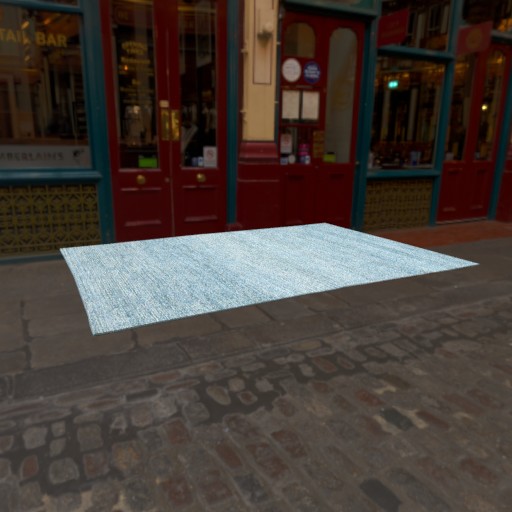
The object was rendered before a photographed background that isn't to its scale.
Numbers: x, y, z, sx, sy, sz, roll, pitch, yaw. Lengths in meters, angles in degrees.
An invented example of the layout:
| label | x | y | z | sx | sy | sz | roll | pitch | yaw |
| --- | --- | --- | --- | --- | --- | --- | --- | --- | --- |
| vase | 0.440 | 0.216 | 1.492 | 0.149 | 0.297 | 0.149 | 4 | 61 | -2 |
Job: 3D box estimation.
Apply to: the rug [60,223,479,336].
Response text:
| label | x | y | z | sx | sy | sz | roll | pitch | yaw |
| --- | --- | --- | --- | --- | --- | --- | --- | --- | --- |
| rug | 0.000 | 0.000 | 2.900 | 2.260 | 0.026 | 1.611 | -7 | 16 | -26 |
